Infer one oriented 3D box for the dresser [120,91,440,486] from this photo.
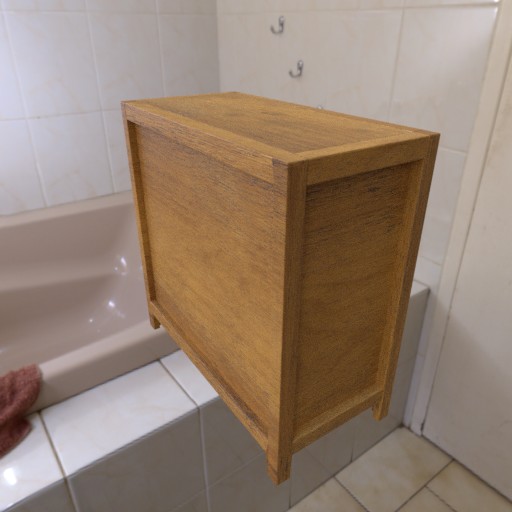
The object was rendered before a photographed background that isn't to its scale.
[{"bbox_3d":[0.000,0.000,1.297,0.427,0.804,0.804,-17,32,-30],"label":"dresser"}]
